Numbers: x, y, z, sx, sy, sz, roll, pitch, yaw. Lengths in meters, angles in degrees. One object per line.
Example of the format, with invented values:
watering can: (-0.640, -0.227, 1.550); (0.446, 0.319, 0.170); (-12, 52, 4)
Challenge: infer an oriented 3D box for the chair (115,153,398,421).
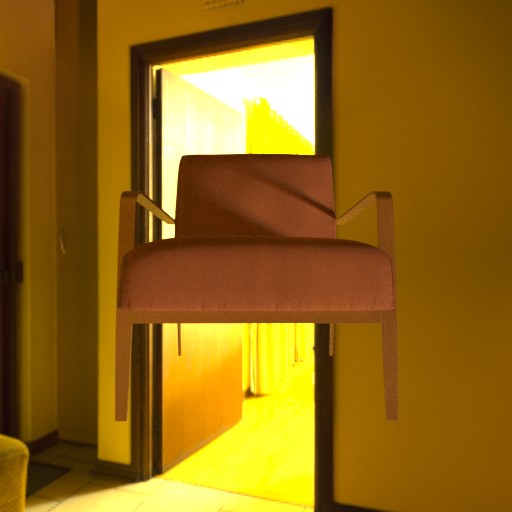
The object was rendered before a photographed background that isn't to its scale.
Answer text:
chair: (0.000, 0.000, 1.441); (0.701, 0.823, 0.848); (0, 0, 0)
